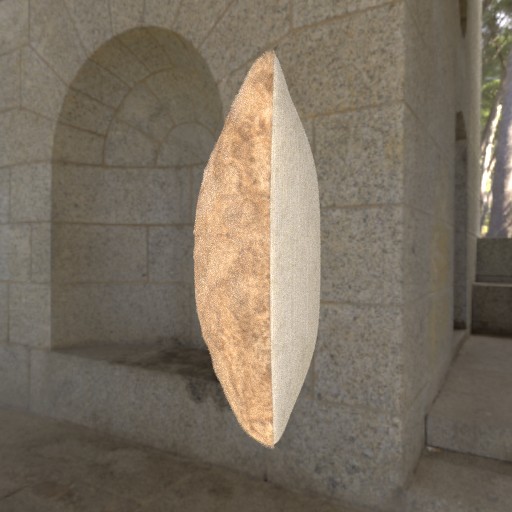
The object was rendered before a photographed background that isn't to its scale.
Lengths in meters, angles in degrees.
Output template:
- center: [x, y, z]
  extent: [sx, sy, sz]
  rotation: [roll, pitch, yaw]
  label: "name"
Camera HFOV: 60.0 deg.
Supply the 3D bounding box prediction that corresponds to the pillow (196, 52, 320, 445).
- center: [0.000, 0.000, 0.813]
  extent: [0.216, 0.525, 0.538]
  rotation: [0, 0, 2]
  label: "pillow"
